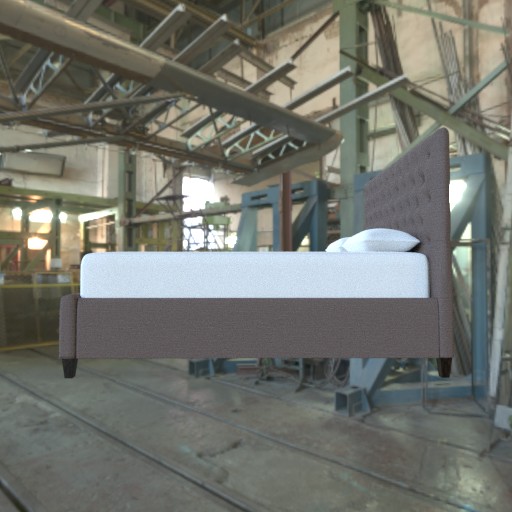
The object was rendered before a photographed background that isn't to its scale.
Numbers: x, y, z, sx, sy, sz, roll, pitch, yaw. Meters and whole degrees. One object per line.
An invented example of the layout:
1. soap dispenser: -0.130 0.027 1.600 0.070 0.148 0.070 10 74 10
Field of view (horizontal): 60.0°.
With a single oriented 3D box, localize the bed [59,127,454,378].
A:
1. bed: 0.000 0.000 3.334 2.233 1.426 1.696 0 -2 0
